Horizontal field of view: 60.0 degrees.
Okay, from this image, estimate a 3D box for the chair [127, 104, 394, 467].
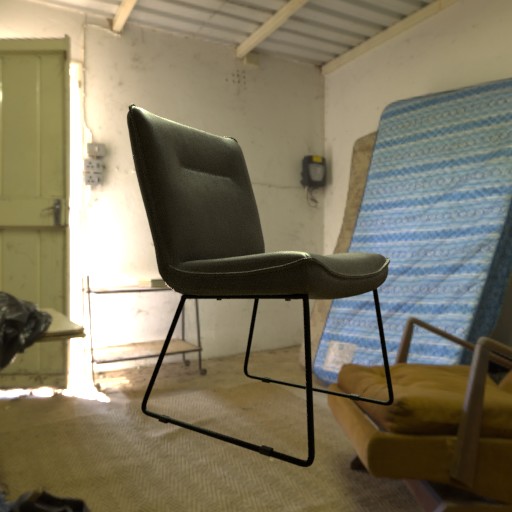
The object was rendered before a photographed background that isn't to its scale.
[{"bbox_3d":[0.000,0.000,1.362,0.688,0.932,0.515,0,0,37],"label":"chair"}]
